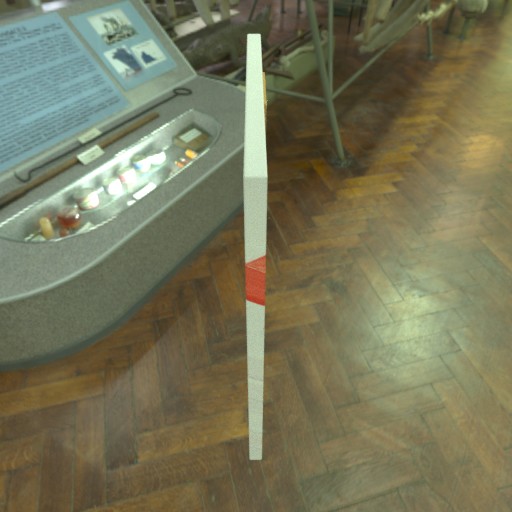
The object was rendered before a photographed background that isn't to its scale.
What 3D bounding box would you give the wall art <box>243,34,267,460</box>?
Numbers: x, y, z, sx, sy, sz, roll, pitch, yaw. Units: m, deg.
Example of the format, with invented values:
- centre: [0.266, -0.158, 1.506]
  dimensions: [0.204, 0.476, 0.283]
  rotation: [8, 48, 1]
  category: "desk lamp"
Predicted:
- centre: [0.000, 0.000, 1.314]
  dimensions: [0.045, 1.014, 0.759]
  rotation: [0, 42, 0]
  category: "wall art"
